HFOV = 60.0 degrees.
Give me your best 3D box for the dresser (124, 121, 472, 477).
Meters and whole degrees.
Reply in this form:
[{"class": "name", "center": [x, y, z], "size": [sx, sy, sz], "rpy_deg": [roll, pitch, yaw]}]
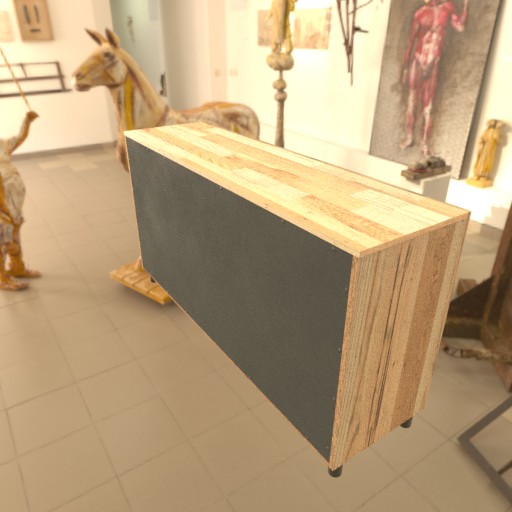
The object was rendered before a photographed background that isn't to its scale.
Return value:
[{"class": "dresser", "center": [0.000, 0.000, 1.889], "size": [0.487, 0.834, 1.547], "rpy_deg": [-18, 32, -30]}]
